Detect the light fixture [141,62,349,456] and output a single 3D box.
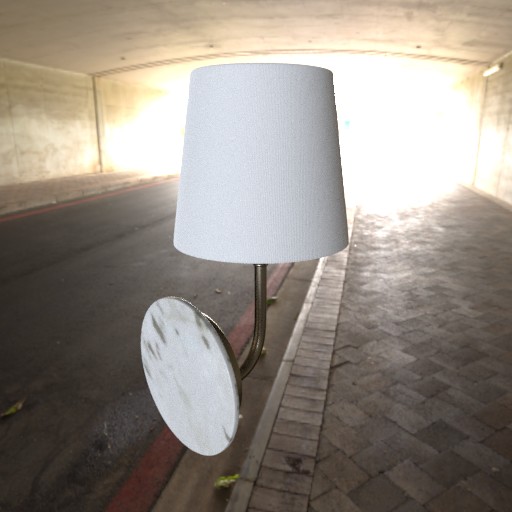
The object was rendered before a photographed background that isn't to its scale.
[{"bbox_3d":[0.000,0.000,0.438,0.188,0.337,0.168,-14,21,-42],"label":"light fixture"}]
